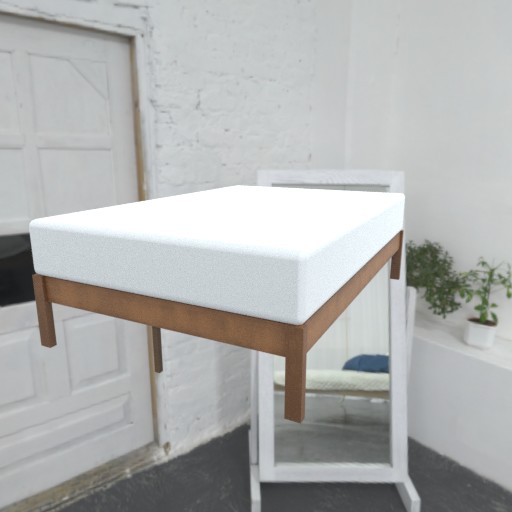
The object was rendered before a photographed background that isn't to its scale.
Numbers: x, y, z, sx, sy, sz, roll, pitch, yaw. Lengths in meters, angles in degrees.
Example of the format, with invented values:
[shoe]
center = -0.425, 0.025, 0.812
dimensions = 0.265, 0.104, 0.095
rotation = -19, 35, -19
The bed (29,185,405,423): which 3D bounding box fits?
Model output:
[bed]
center = 0.000, 0.000, 2.604
dimensions = 1.348, 0.616, 1.927
rotation = 7, 16, 26
